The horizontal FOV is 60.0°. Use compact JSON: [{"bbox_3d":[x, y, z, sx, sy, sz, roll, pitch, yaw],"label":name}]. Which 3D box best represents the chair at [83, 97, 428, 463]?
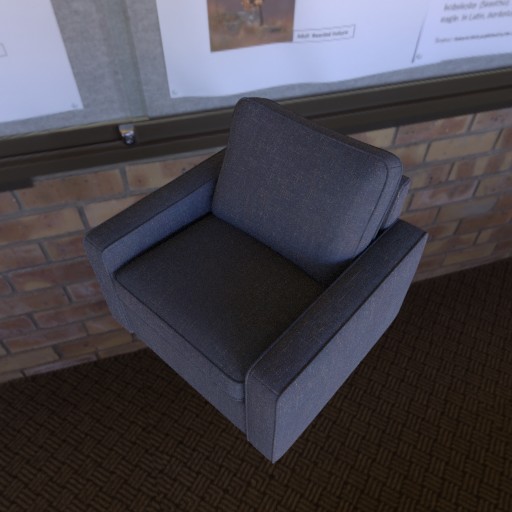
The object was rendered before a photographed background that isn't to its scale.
[{"bbox_3d":[0.000,0.000,1.780,1.017,0.919,0.940,33,55,27],"label":"chair"}]
